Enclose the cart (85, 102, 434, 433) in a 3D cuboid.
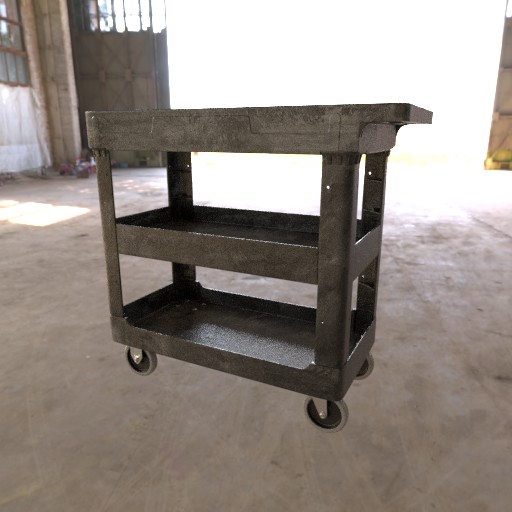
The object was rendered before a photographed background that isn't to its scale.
[{"bbox_3d":[0.000,0.000,1.324,0.877,0.824,0.420,8,17,26],"label":"cart"}]
